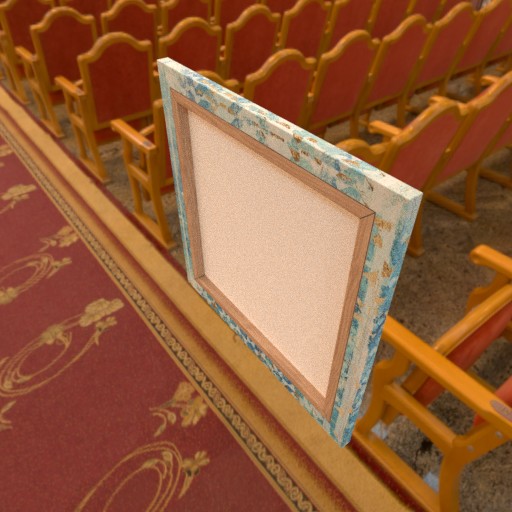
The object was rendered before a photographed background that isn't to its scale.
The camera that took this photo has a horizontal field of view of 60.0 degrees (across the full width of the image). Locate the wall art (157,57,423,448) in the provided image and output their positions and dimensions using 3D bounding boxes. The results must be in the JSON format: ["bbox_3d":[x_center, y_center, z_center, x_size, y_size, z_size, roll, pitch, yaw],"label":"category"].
[{"bbox_3d":[0.000,0.000,1.341,0.040,0.916,0.916,-27,48,-27],"label":"wall art"}]
